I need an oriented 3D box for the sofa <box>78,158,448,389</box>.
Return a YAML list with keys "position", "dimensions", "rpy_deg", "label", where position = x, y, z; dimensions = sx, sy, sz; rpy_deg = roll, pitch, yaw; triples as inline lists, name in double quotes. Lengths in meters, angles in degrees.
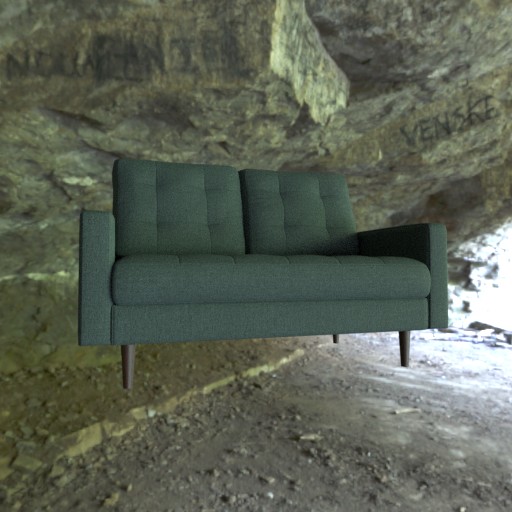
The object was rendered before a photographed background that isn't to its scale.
- position: [0.000, 0.000, 1.955]
  dimensions: [1.407, 0.907, 0.842]
  rpy_deg: [1, -2, -18]
  label: "sofa"
